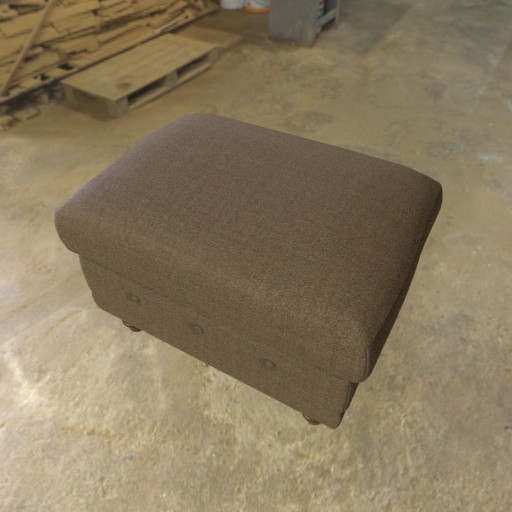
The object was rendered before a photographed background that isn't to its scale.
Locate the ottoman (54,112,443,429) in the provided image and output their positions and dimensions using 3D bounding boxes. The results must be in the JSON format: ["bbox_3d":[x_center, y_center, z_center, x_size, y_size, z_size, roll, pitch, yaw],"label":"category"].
[{"bbox_3d":[0.000,0.000,1.218,0.809,0.555,0.599,22,48,21],"label":"ottoman"}]
